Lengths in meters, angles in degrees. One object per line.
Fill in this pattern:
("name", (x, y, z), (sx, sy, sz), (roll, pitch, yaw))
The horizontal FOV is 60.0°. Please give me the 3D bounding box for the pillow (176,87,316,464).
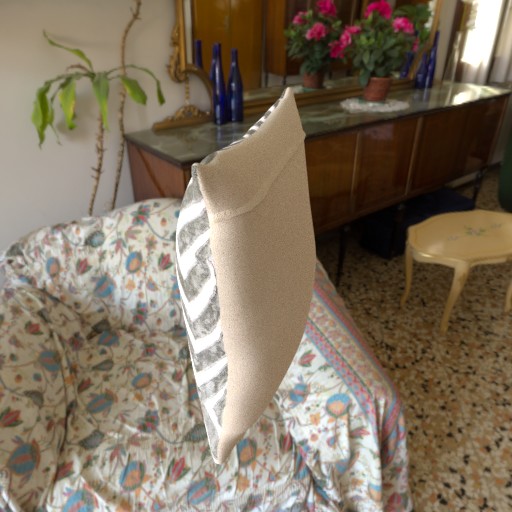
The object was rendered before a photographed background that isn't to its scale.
("pillow", (0.000, 0.000, 0.693), (0.182, 0.441, 0.440), (8, 30, 14))
